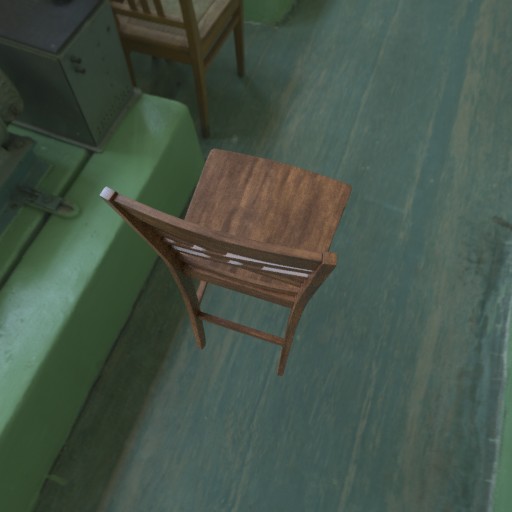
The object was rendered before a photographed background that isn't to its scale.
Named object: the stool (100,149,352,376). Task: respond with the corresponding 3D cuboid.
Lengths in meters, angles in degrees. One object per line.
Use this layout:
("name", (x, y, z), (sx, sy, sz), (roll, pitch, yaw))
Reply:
("stool", (0.000, 0.000, 1.345), (0.433, 1.105, 0.487), (17, 65, 8))
